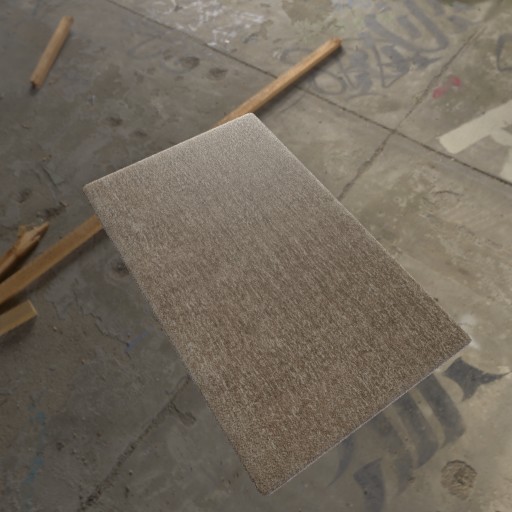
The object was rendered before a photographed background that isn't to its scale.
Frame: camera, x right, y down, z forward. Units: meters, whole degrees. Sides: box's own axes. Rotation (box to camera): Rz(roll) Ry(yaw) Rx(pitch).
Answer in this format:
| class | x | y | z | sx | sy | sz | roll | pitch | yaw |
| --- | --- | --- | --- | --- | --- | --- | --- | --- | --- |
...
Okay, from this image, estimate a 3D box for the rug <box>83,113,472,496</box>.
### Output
| class | x | y | z | sx | sy | sz | roll | pitch | yaw |
| --- | --- | --- | --- | --- | --- | --- | --- | --- | --- |
| rug | 0.000 | 0.000 | 3.007 | 1.539 | 0.024 | 2.469 | -29 | 62 | -17 |
